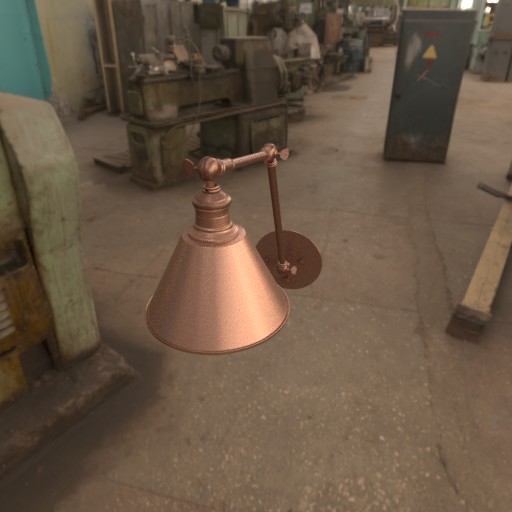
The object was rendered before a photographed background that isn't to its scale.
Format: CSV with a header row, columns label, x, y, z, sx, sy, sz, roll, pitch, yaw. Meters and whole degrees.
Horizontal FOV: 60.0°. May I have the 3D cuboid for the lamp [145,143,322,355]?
label,x,y,z,sx,sy,sz,roll,pitch,yaw
lamp,0.000,0.000,0.867,0.223,0.502,0.624,8,30,15
